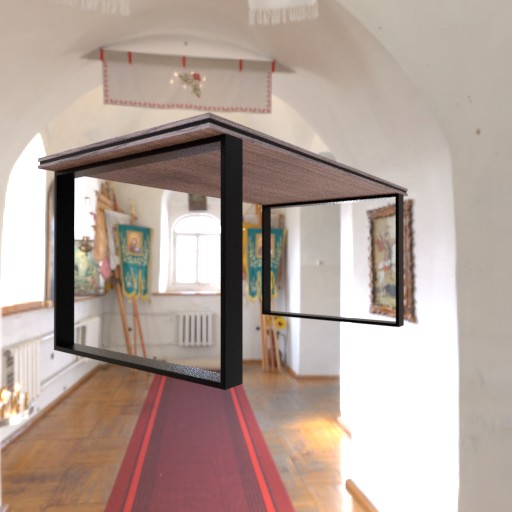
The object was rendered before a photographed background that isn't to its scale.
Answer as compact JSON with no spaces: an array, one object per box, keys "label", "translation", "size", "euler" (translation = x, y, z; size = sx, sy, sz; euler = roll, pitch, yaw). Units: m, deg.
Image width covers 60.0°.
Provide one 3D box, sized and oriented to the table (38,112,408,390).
[{"label":"table","translation":[0.000,0.000,2.043],"size":[0.881,0.736,1.579],"euler":[0,0,37]}]
